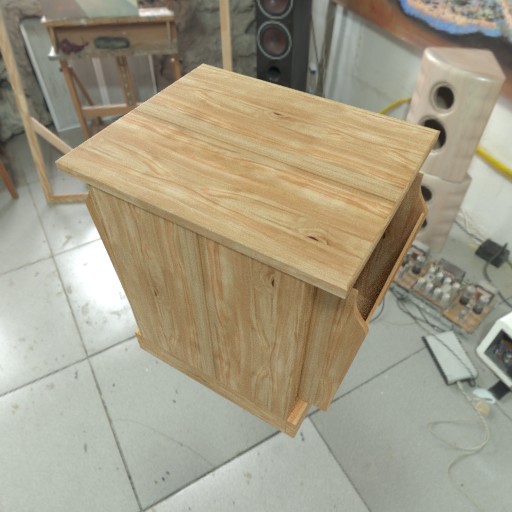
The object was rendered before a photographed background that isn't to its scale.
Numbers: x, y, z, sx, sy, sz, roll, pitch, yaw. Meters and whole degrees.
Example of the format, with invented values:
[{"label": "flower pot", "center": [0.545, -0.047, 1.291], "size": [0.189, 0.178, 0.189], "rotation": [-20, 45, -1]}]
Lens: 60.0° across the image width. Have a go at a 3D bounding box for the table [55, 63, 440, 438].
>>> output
[{"label": "table", "center": [0.000, 0.000, 0.878], "size": [0.530, 0.515, 0.380], "rotation": [24, 52, 20]}]
